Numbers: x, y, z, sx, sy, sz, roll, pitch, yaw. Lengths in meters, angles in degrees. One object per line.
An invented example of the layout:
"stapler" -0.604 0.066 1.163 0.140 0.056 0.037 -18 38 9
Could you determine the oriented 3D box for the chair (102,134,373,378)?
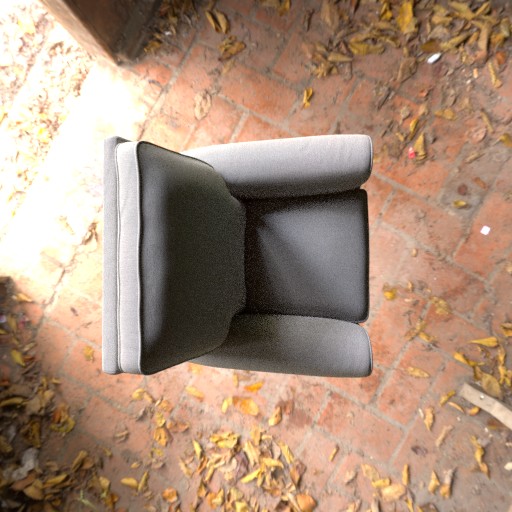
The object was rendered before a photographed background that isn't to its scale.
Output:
"chair" 0.000 0.000 1.678 0.878 0.960 0.890 0 89 3
